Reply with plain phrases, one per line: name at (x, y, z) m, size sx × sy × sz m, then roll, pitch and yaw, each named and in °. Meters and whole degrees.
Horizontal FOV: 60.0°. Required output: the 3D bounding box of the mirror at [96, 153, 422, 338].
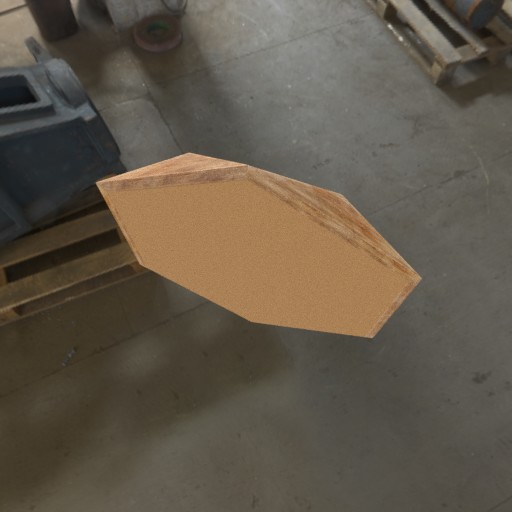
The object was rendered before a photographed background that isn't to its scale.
mirror at (0.000, 0.000, 1.059) m, size 0.675 × 0.779 × 0.091 m, roll 17°, pitch 65°, yaw 8°
